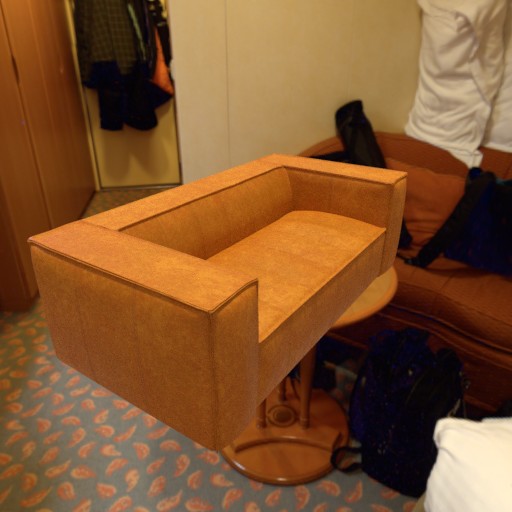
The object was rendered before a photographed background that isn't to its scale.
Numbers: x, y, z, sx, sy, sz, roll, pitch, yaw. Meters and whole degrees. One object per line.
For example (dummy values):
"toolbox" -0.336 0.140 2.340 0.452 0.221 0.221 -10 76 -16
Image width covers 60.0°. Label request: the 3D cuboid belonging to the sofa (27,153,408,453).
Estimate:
"sofa" 0.000 0.000 2.559 1.102 0.703 2.088 16 30 31
